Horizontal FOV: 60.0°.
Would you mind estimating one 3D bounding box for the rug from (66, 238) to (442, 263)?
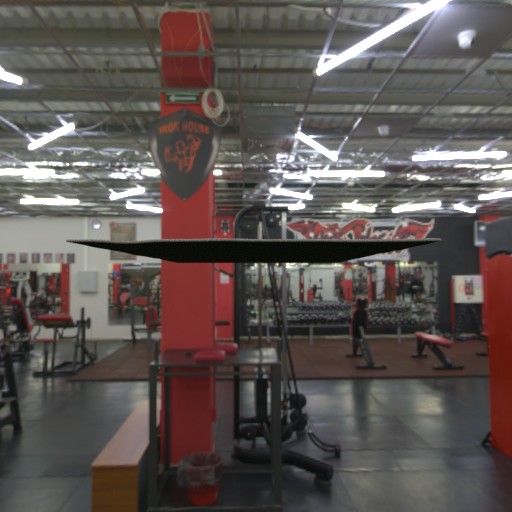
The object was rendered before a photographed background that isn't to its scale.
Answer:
[{"bbox_3d":[0.000,0.000,3.009,1.531,0.023,2.444,0,-3,1],"label":"rug"}]
